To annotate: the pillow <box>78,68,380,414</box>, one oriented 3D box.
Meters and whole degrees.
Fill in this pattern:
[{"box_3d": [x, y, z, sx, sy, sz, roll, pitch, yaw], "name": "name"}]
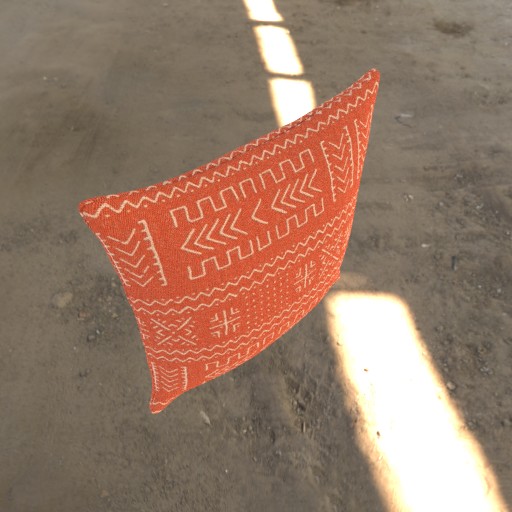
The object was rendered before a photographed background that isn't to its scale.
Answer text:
[{"box_3d": [0.000, 0.000, 0.648, 0.438, 0.429, 0.164, -32, 54, -27], "name": "pillow"}]
